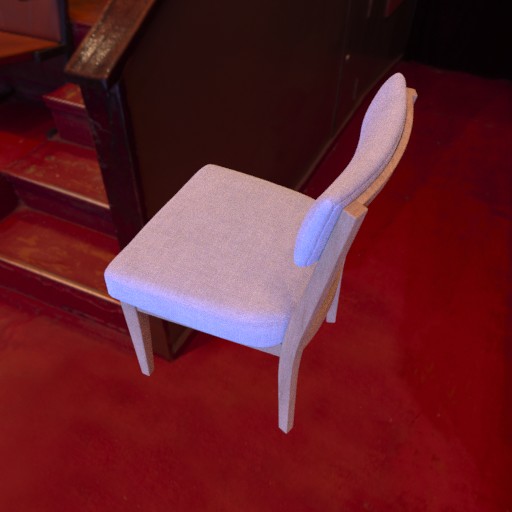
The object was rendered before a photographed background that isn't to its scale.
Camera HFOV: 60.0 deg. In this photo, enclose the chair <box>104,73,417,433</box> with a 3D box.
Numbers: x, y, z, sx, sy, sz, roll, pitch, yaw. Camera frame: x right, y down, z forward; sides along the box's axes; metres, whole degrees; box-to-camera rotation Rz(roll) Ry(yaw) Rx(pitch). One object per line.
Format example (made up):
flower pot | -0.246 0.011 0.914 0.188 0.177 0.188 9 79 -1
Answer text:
chair | 0.000 0.000 1.123 0.572 0.832 0.508 18 48 17
